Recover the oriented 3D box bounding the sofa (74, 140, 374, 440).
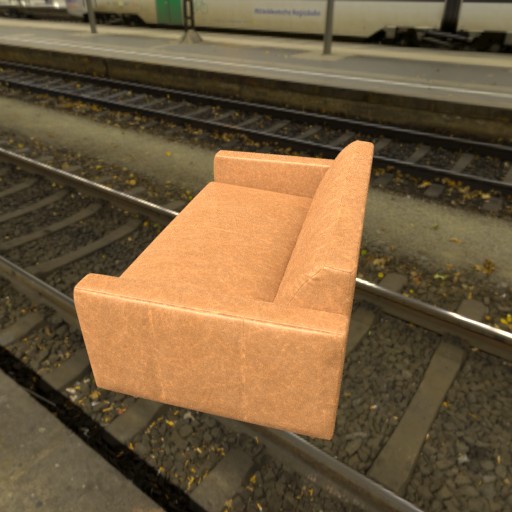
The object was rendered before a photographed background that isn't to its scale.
[{"bbox_3d":[0.000,0.000,2.139,0.960,0.820,1.549,8,32,13],"label":"sofa"}]
